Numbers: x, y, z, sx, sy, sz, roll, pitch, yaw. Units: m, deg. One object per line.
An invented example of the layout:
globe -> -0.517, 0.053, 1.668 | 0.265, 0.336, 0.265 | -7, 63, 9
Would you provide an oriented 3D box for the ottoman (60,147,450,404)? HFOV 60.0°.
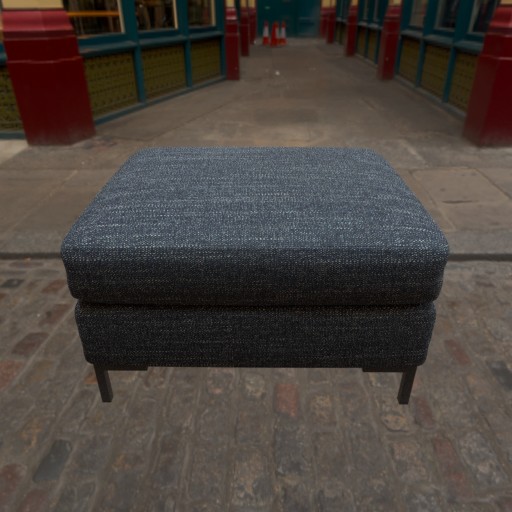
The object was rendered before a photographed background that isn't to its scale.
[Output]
ottoman -> 0.000, 0.000, 1.246 | 0.814, 0.491, 0.667 | 0, 30, 0
